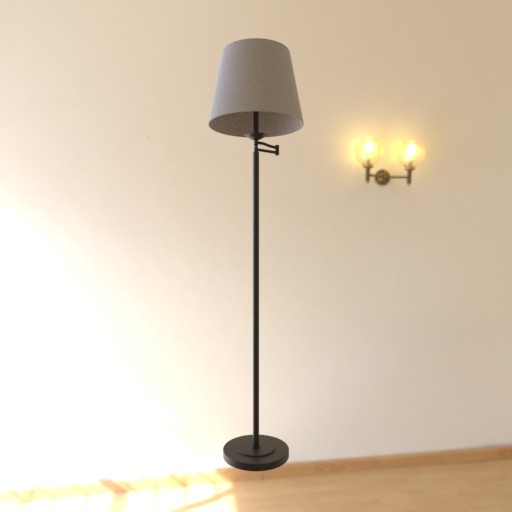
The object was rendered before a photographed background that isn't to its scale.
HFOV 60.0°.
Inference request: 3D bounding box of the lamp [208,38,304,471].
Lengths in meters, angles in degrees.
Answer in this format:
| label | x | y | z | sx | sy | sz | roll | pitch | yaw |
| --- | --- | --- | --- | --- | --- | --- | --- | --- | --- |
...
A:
| label | x | y | z | sx | sy | sz | roll | pitch | yaw |
| --- | --- | --- | --- | --- | --- | --- | --- | --- | --- |
| lamp | 0.000 | 0.000 | 1.628 | 0.348 | 1.473 | 0.348 | -1 | 1 | -35 |
